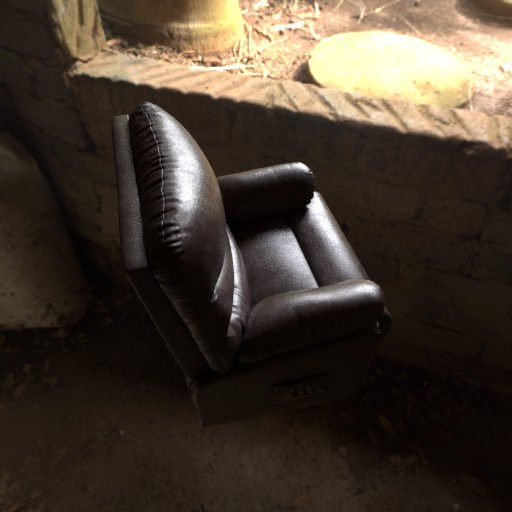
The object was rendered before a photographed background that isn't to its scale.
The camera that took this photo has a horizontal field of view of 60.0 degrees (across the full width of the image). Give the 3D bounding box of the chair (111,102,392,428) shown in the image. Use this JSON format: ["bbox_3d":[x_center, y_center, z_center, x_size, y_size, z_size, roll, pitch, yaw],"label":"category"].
[{"bbox_3d":[0.000,0.000,1.740,0.879,1.041,0.940,-11,48,-10],"label":"chair"}]
